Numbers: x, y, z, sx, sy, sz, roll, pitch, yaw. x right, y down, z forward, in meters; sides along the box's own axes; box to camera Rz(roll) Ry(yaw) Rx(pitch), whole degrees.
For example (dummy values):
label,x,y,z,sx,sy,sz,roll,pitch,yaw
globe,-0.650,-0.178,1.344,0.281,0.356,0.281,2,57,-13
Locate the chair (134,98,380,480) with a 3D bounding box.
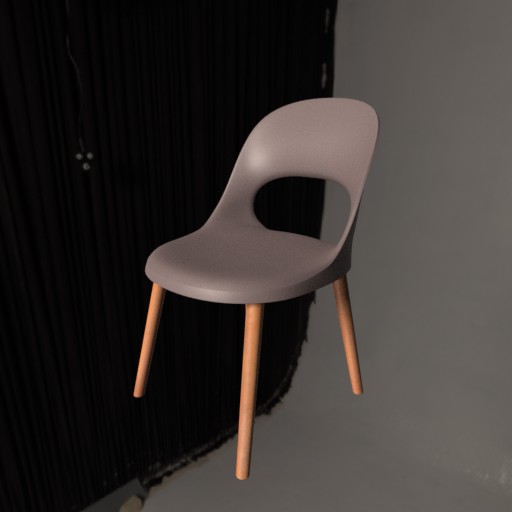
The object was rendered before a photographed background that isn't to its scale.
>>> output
label,x,y,z,sx,sy,sz,roll,pitch,yaw
chair,0.000,0.000,1.153,0.470,0.794,0.556,16,23,43
